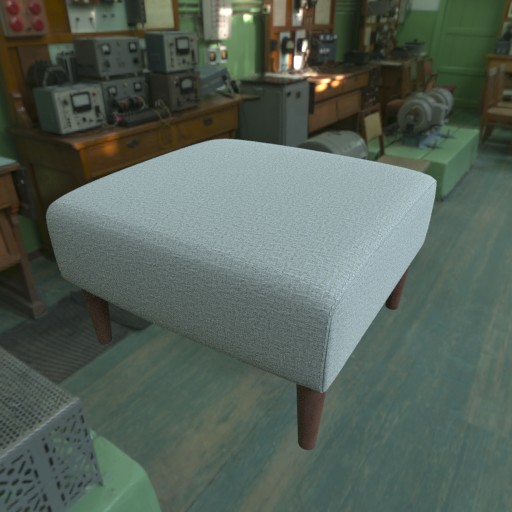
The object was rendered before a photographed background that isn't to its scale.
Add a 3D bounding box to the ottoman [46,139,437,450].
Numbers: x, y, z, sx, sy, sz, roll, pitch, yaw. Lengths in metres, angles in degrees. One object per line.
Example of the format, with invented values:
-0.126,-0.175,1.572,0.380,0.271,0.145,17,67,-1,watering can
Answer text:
0.000,0.000,1.055,0.650,0.398,0.649,17,34,28,ottoman
